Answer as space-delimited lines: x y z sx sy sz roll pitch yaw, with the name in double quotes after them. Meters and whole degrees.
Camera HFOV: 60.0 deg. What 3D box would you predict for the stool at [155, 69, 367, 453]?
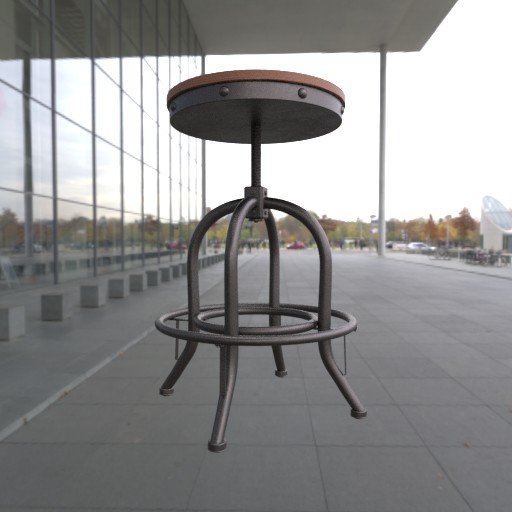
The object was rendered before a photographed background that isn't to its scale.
0.000 0.000 0.891 0.439 0.609 0.439 1 2 18 "stool"
